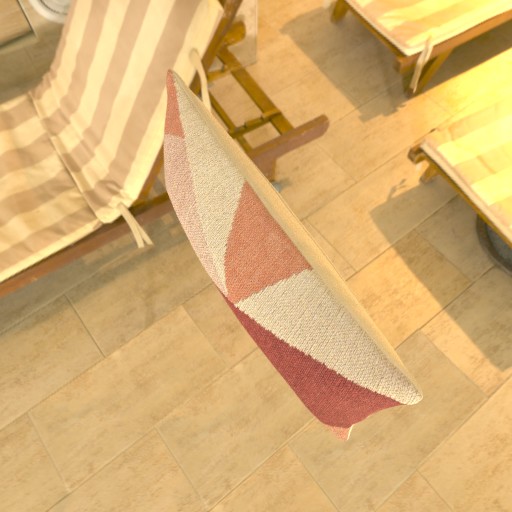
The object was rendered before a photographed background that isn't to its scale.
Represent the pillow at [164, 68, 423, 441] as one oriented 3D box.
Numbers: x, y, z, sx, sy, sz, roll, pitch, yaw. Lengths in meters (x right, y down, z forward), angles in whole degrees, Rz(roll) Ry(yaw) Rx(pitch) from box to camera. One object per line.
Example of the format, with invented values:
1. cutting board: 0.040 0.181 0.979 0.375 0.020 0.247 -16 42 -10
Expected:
1. pillow: 0.000 0.000 0.718 0.155 0.292 0.609 -29 67 -14
